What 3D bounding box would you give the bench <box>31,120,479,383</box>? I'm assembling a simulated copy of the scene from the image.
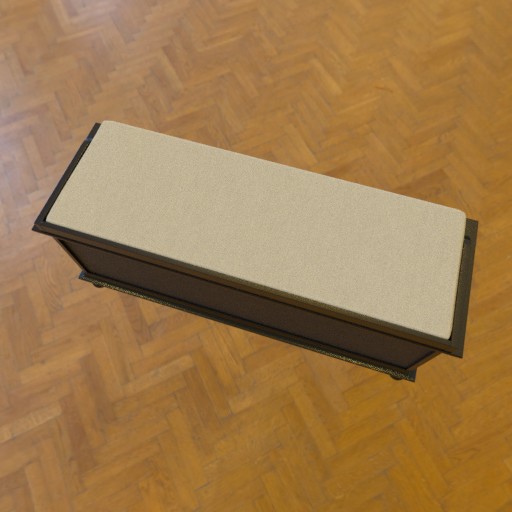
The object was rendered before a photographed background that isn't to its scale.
[{"bbox_3d":[0.000,0.000,1.420,1.185,0.501,0.402,16,66,7],"label":"bench"}]
